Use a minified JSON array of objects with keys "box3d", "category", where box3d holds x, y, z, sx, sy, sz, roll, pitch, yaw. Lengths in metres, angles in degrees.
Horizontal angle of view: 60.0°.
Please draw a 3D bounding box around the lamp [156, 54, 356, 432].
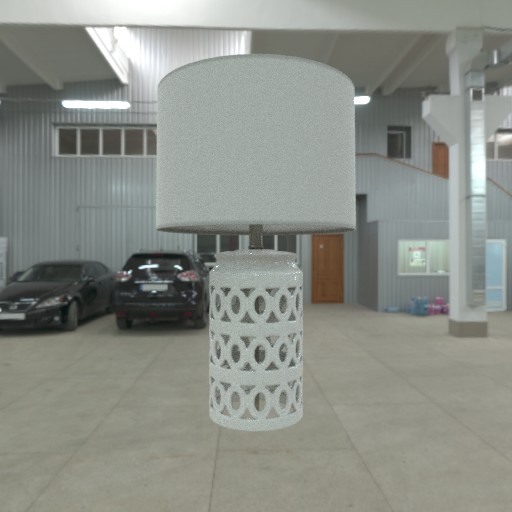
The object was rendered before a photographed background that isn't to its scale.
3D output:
[{"box3d":[0.000,0.000,0.703,0.310,0.502,0.310,0,0,0],"category":"lamp"}]
